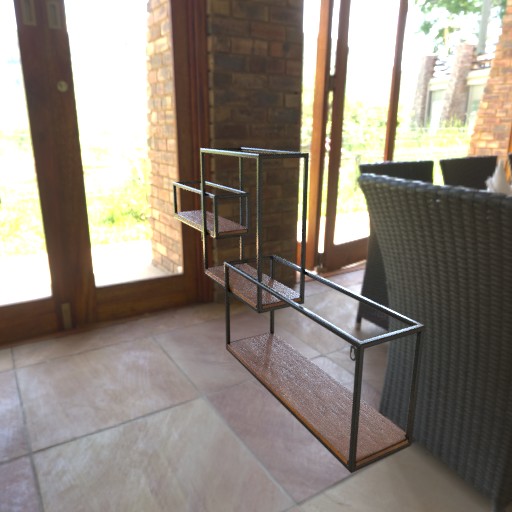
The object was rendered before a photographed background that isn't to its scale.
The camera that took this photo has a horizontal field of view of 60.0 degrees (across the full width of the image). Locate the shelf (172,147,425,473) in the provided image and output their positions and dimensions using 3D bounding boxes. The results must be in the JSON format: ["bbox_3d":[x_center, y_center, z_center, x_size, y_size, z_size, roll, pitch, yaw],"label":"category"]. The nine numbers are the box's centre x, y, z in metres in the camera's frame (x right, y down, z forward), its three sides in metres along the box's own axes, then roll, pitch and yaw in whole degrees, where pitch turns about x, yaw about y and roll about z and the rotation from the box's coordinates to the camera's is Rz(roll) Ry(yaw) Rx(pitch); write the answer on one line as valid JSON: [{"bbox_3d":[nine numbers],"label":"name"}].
[{"bbox_3d":[0.000,0.000,2.107,0.275,0.972,1.781,-9,18,-27],"label":"shelf"}]
